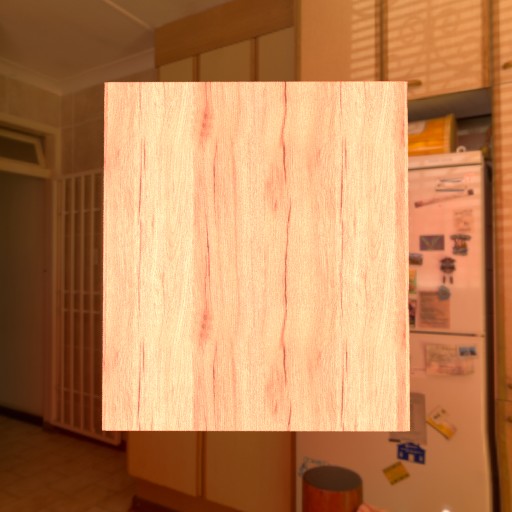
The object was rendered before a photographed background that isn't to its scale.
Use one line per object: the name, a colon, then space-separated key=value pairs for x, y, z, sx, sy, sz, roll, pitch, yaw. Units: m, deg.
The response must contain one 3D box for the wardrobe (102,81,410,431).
wardrobe: x=0.000 y=0.000 z=2.917 sx=1.810 sy=2.070 sz=0.580 roll=0 pitch=-1 yaw=0
